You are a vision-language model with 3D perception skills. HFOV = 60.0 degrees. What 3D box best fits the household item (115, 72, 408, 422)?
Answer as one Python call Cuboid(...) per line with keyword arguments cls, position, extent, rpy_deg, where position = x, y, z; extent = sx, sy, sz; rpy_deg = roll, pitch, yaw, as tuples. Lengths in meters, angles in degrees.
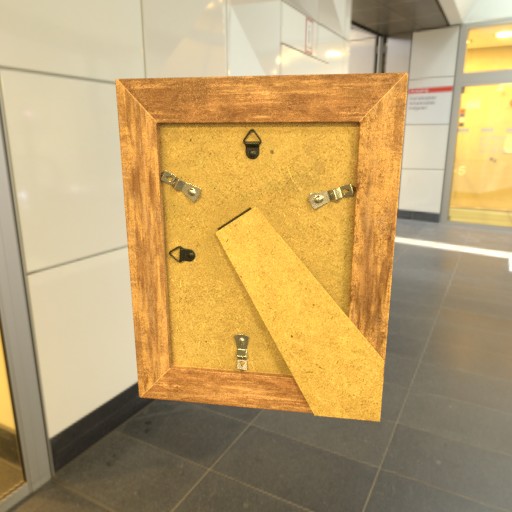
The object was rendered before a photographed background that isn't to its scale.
Cuboid(cls="household item", position=(0.000, 0.000, 0.314), extent=(0.186, 0.237, 0.018), rpy_deg=(2, 15, 9))
